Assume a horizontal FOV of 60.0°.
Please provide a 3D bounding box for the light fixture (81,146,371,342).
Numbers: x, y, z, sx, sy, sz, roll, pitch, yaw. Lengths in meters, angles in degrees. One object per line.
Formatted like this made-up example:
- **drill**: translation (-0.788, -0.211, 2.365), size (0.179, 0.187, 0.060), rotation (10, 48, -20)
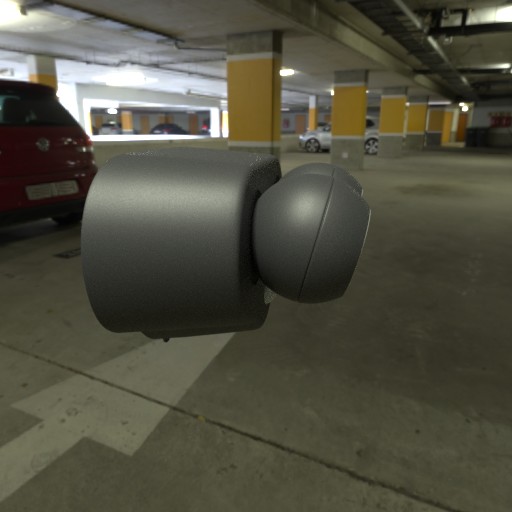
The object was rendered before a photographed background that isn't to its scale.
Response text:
- **light fixture**: translation (0.000, 0.000, 0.343), size (0.159, 0.159, 0.229), rotation (3, 16, 10)
